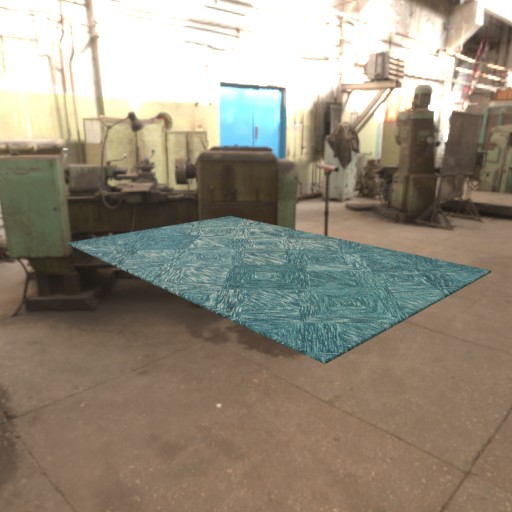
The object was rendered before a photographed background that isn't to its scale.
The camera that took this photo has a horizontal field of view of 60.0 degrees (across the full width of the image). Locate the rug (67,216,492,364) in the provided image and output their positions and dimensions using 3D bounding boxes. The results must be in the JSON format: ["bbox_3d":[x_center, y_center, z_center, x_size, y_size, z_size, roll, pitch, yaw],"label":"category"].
[{"bbox_3d":[0.000,0.000,2.793,1.490,0.015,2.277,-14,21,-41],"label":"rug"}]
